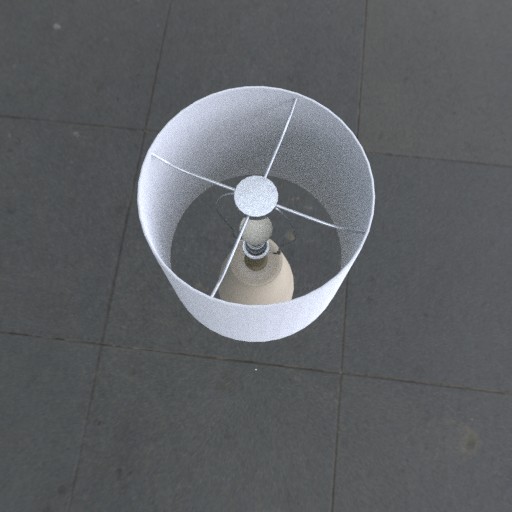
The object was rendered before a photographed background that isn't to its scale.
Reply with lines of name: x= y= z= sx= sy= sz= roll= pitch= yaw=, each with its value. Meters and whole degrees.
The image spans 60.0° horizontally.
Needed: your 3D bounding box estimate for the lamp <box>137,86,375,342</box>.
lamp: x=0.000 y=0.000 z=0.484 sx=0.186 sy=0.369 sz=0.186 roll=0 pitch=76 yaw=0
